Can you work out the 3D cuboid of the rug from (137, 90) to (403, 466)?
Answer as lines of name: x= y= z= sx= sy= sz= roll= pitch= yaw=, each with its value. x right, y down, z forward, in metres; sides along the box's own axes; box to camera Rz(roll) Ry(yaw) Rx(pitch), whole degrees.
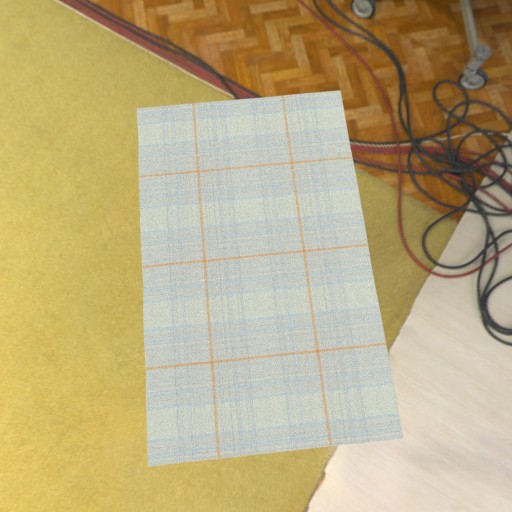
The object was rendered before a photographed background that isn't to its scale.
rug: x=0.000 y=0.000 z=2.968 sx=1.527 sy=0.016 sz=2.442 roll=-6 pitch=74 yaw=-2
